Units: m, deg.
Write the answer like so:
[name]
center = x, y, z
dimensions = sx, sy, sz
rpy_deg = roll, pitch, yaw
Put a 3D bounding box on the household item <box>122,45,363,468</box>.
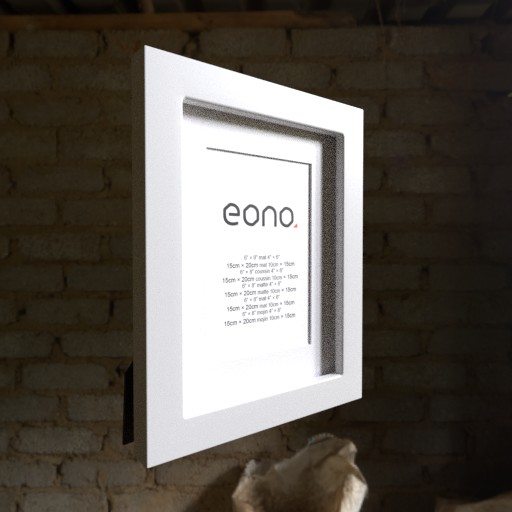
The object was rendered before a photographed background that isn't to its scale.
[household item]
center = 0.000, 0.000, 0.340
dimensions = 0.200, 0.250, 0.045
rpy_deg = -1, 2, -38
